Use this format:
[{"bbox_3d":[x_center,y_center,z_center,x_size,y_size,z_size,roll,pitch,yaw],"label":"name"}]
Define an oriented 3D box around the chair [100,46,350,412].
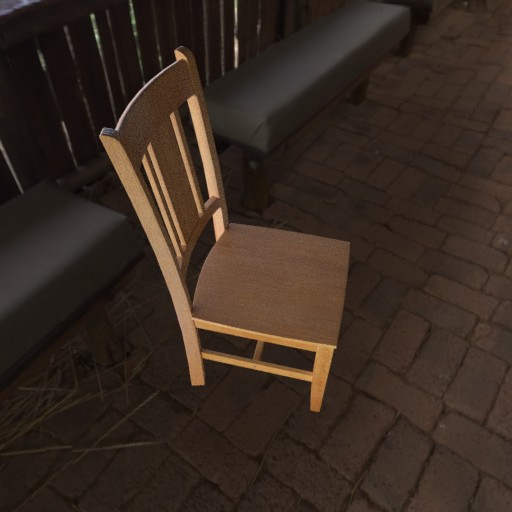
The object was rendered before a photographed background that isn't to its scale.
[{"bbox_3d":[0.000,0.000,1.318,0.556,0.998,0.450,10,47,9],"label":"chair"}]
